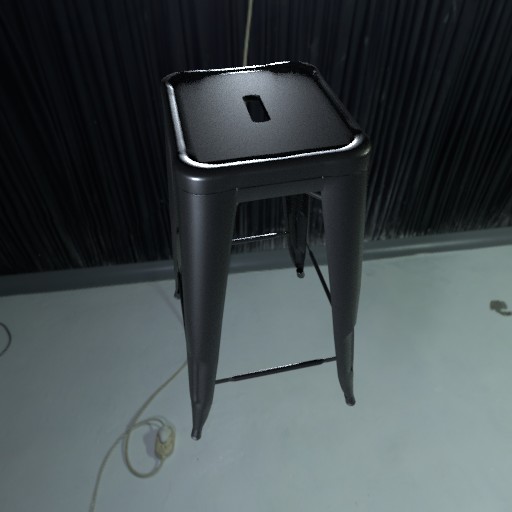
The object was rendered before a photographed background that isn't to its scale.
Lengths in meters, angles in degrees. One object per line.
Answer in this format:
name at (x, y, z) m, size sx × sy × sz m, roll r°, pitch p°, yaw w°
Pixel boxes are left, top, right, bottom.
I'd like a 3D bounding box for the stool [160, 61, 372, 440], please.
stool at (0.000, 0.000, 0.845) m, size 0.359 × 0.609 × 0.399 m, roll -9°, pitch 47°, yaw -9°
